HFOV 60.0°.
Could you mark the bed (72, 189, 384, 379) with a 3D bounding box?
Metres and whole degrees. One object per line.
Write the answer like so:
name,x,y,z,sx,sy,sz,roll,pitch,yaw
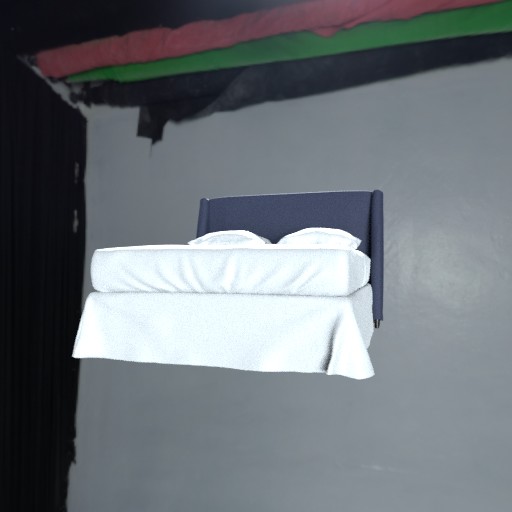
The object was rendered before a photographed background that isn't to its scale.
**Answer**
bed,0.000,0.000,3.560,1.925,1.332,2.276,0,-1,17
